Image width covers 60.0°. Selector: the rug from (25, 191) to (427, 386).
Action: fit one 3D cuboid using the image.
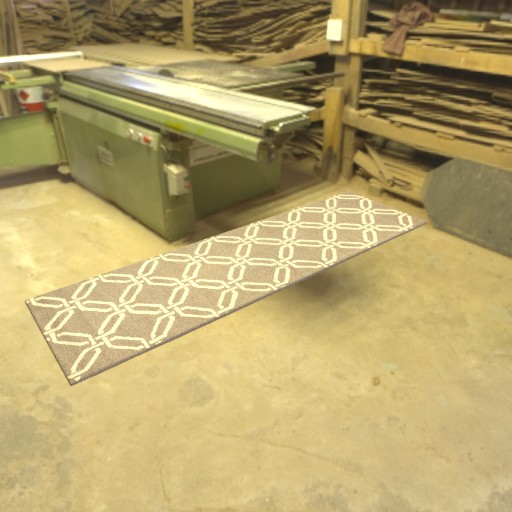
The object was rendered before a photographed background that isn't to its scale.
[{"bbox_3d":[0.000,0.000,2.488,2.276,0.014,0.678,-21,36,-32],"label":"rug"}]
